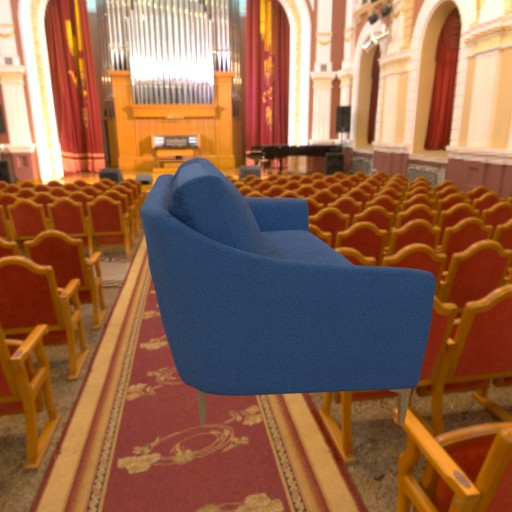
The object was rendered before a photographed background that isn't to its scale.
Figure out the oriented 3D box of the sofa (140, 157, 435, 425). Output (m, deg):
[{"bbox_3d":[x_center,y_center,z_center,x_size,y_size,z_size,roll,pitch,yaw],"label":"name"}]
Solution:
[{"bbox_3d":[0.000,0.000,2.155,0.960,0.902,1.619,-2,16,-9],"label":"sofa"}]
